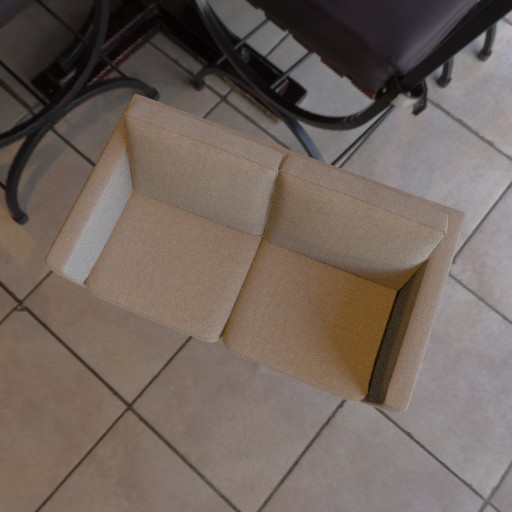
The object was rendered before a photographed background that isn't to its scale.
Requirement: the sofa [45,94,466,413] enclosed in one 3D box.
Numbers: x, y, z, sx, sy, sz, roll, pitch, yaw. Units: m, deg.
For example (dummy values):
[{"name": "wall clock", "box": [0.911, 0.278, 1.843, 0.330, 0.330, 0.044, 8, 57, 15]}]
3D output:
[{"name": "sofa", "box": [0.000, 0.000, 2.291, 1.731, 0.900, 1.000, 21, 76, 5]}]
